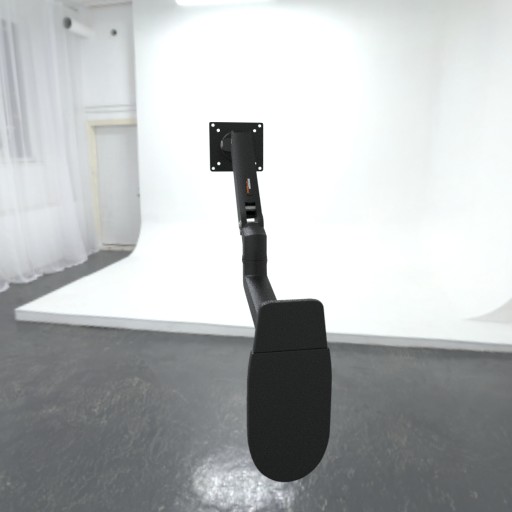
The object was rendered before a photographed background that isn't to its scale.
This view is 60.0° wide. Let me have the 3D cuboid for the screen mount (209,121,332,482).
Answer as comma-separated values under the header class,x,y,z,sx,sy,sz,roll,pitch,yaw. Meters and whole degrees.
class,x,y,z,sx,sy,sz,roll,pitch,yaw
screen mount,0.000,0.000,0.737,0.115,0.466,0.495,-2,12,-9
